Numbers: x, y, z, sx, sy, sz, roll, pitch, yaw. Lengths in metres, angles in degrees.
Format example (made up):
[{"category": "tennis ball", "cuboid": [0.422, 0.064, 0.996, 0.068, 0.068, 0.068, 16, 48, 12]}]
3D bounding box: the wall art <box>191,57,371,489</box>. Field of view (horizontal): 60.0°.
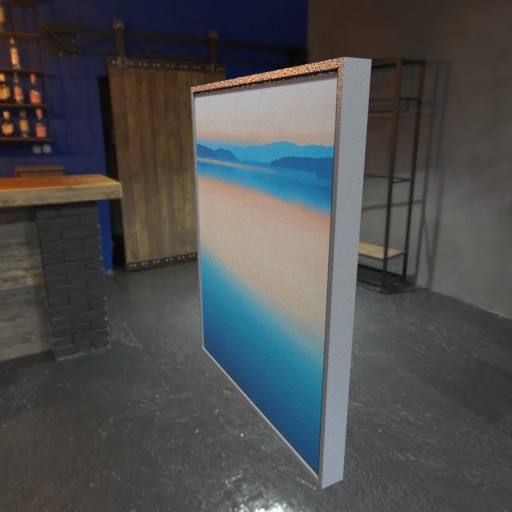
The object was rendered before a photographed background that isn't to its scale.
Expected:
[{"category": "wall art", "cuboid": [0.000, 0.000, 0.737, 0.037, 0.554, 0.453, -9, 19, -27]}]
